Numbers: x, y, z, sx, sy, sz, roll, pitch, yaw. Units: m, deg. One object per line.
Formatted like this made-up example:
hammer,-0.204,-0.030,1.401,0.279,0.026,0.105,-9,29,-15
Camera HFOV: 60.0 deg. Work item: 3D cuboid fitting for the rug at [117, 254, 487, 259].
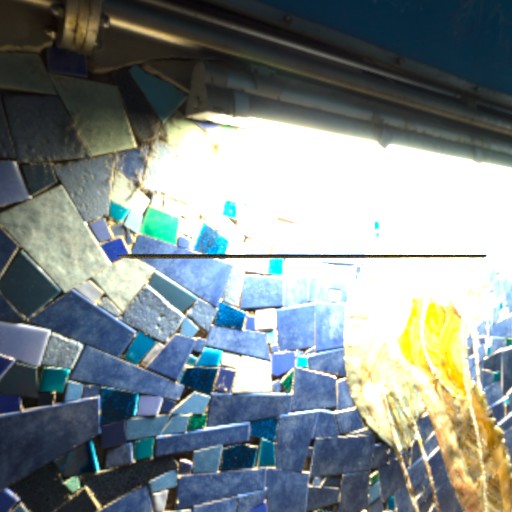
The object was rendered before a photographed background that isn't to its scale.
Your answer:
rug,0.000,0.000,4.103,2.399,0.026,3.000,0,0,-18
